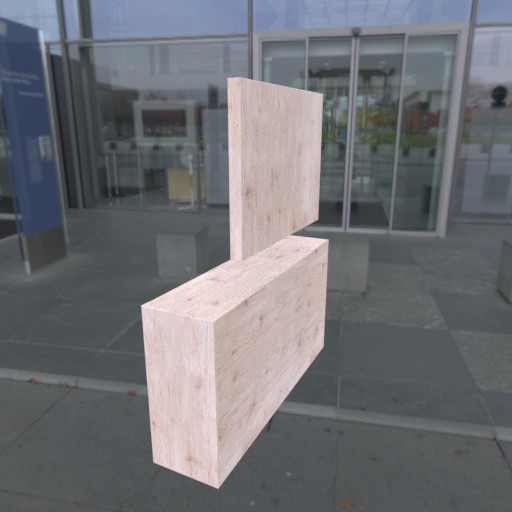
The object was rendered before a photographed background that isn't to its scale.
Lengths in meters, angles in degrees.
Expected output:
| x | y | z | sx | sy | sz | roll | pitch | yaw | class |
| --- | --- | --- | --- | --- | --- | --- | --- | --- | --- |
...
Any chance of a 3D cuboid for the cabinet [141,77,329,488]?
| x | y | z | sx | sy | sz | roll | pitch | yaw | class |
| --- | --- | --- | --- | --- | --- | --- | --- | --- | --- |
| 0.000 | 0.000 | 2.799 | 0.420 | 1.981 | 1.700 | 8 | 18 | 25 | cabinet |
